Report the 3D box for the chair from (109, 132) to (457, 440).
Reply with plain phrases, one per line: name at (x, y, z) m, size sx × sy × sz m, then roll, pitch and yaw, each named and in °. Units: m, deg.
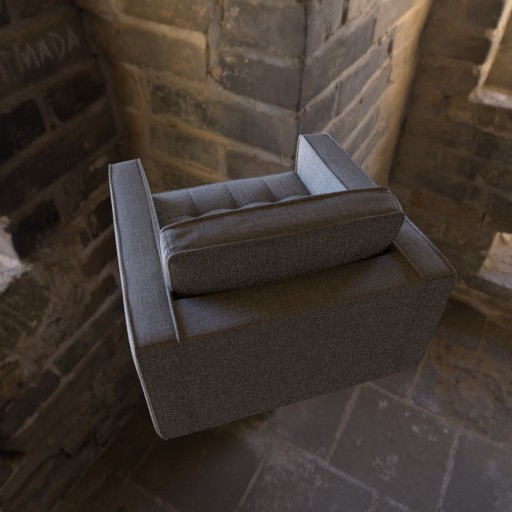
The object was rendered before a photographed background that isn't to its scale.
chair at (0.000, 0.000, 1.544) m, size 0.889 × 0.765 × 0.914 m, roll -12°, pitch 43°, yaw -13°
